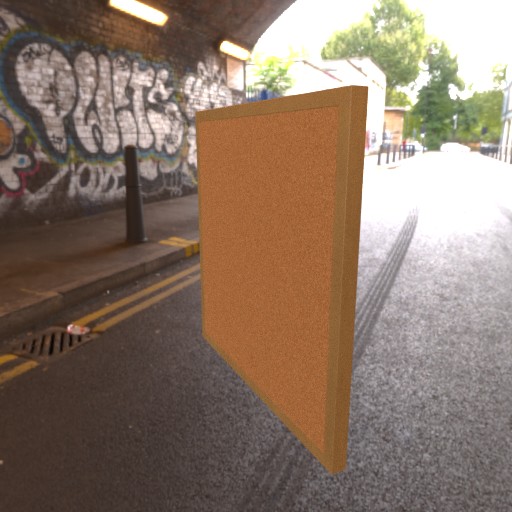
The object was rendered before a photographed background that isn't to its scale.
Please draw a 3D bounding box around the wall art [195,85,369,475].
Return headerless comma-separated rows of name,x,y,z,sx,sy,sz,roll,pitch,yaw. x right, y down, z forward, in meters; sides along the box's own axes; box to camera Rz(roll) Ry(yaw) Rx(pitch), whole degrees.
wall art,0.000,0.000,1.163,0.037,0.763,0.763,-7,16,-26
